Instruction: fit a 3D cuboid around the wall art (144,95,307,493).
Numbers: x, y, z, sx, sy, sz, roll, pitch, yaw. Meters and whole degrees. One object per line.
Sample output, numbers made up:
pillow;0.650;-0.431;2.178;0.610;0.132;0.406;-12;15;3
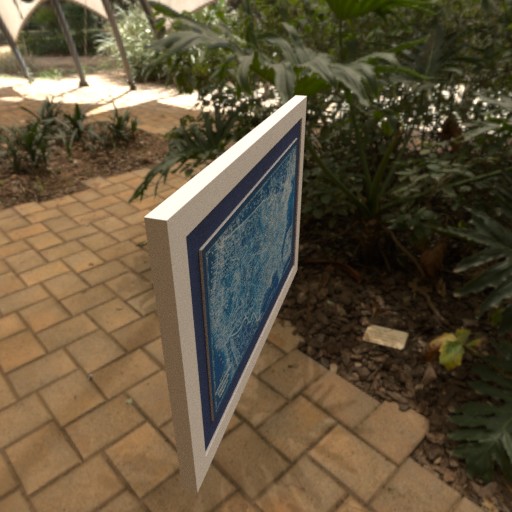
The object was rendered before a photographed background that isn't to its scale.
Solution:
wall art;0.000;0.000;1.638;0.051;0.902;1.308;9;32;15
